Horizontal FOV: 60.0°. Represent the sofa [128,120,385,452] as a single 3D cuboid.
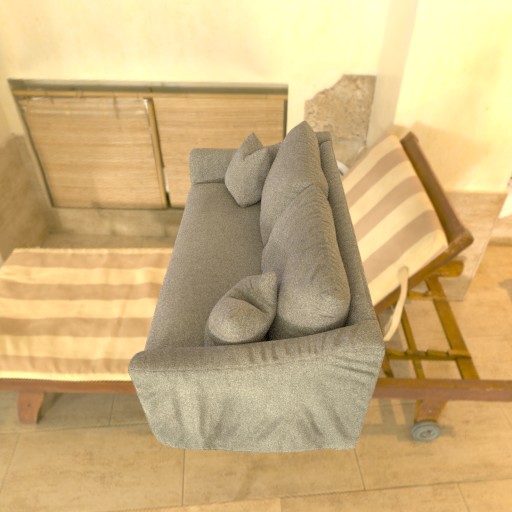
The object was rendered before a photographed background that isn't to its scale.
[{"bbox_3d":[0.000,0.000,2.693,1.072,1.018,2.010,1,40,1],"label":"sofa"}]
